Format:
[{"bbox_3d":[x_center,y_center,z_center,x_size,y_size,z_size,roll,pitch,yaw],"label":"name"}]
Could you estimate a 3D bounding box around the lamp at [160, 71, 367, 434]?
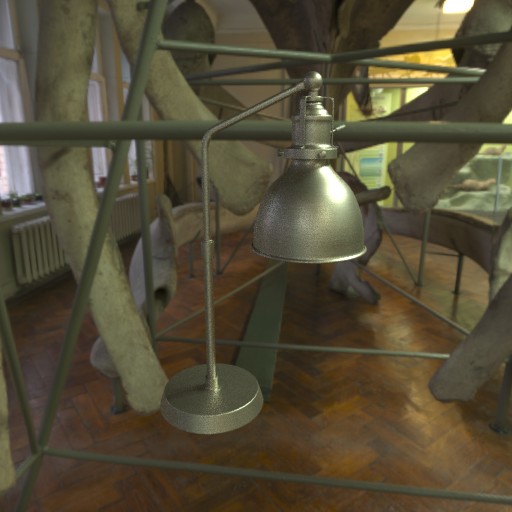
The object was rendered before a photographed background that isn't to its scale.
[{"bbox_3d":[0.000,0.000,0.592,0.286,0.456,0.153,2,16,9],"label":"lamp"}]
